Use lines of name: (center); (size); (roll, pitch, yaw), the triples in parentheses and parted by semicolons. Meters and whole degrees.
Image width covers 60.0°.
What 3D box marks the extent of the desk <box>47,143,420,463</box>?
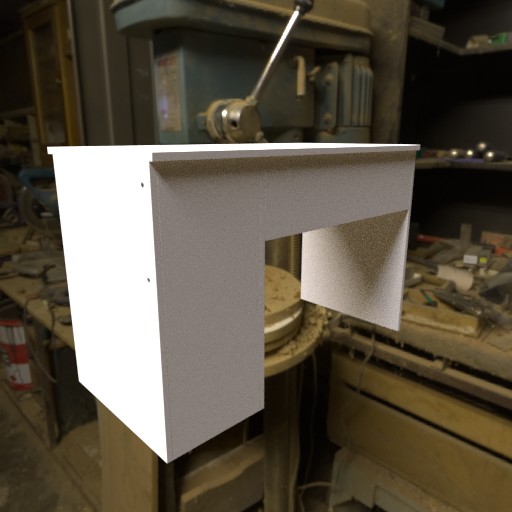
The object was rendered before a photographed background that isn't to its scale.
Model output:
desk: (0.000, 0.000, 1.514); (1.096, 0.730, 0.560); (-14, 20, -42)
